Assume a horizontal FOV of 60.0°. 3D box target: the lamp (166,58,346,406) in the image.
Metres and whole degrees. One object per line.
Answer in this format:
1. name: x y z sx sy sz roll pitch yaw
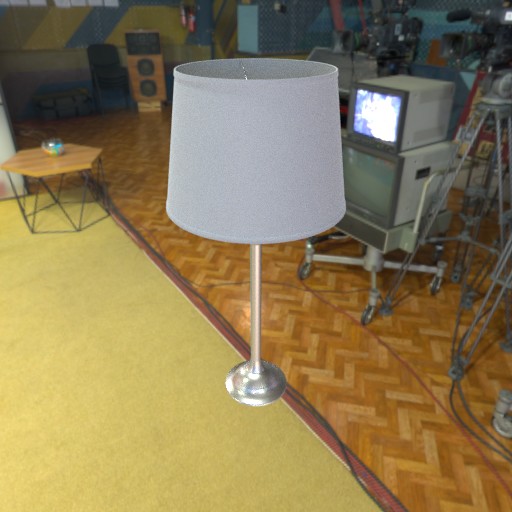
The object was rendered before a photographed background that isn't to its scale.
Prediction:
1. lamp: 0.000 0.000 0.886 0.331 0.698 0.331 0 30 0
